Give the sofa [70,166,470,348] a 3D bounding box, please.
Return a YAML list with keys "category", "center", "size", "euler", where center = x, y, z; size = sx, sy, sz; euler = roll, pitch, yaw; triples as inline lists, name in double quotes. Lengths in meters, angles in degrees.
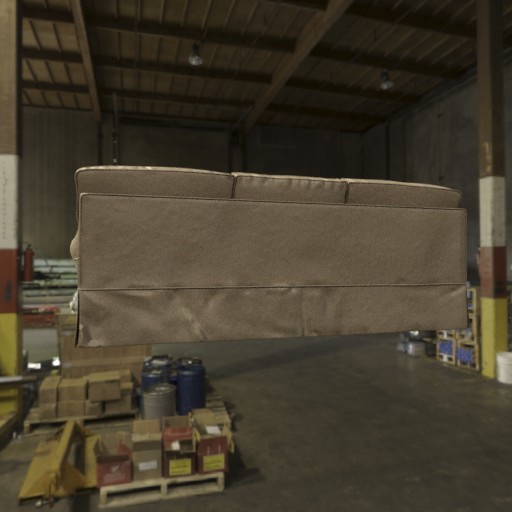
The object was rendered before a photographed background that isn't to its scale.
- category: "sofa"
  center: [0.000, 0.000, 3.378]
  size: [2.475, 0.978, 1.733]
  euler: [0, -1, -16]
